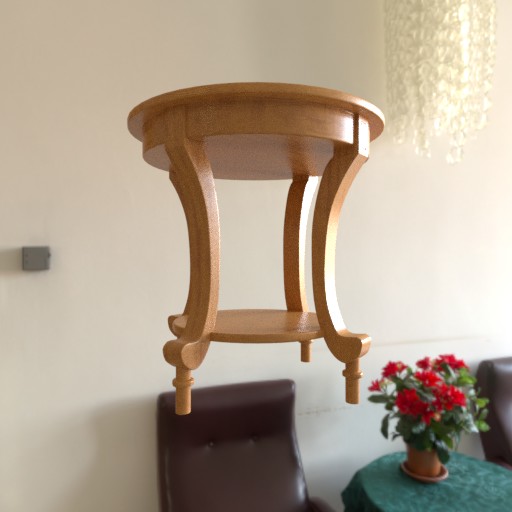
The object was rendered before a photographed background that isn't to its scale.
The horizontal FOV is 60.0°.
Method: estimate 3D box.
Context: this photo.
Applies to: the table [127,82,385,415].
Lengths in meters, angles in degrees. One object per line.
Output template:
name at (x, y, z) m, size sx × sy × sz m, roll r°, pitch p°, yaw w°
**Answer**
table at (0.000, 0.000, 1.072) m, size 0.597 × 0.612 × 0.597 m, roll 0°, pitch 1°, yaw 0°
